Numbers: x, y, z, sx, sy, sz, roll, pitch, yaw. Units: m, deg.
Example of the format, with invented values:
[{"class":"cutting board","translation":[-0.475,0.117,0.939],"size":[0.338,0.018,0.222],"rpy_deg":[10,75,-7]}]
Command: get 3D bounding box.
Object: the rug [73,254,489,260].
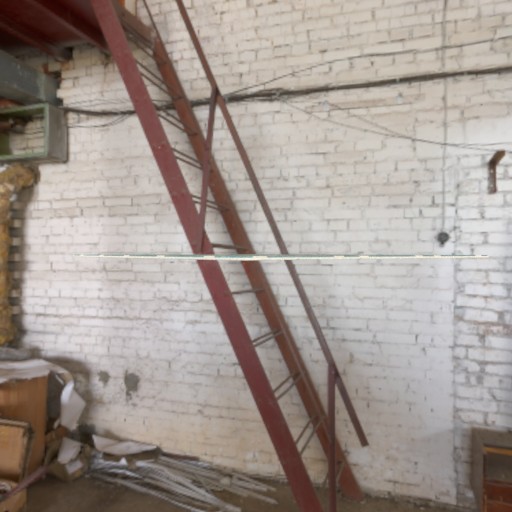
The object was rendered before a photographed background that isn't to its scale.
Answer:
[{"class":"rug","translation":[0.000,0.000,4.099],"size":[2.466,0.021,3.049],"rpy_deg":[0,0,-36]}]
